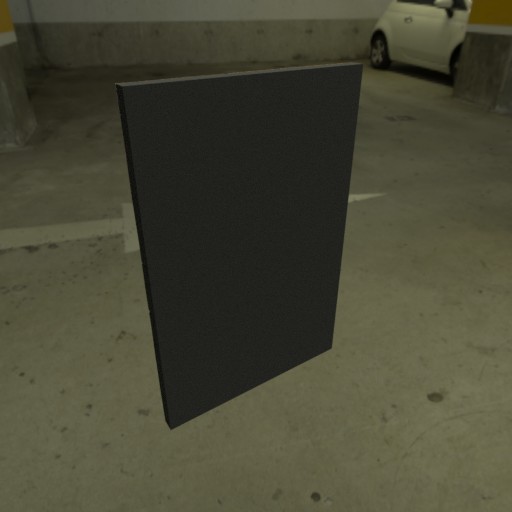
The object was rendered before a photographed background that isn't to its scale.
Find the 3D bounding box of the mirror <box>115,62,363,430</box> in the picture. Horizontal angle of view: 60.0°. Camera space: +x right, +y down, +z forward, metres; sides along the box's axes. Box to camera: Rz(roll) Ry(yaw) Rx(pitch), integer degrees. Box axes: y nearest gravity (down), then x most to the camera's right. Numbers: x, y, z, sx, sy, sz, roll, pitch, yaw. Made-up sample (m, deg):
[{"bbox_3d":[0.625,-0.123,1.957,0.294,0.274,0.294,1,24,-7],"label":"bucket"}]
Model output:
[{"bbox_3d":[0.000,0.000,1.181,0.606,0.912,0.044,-18,35,-29],"label":"mirror"}]
